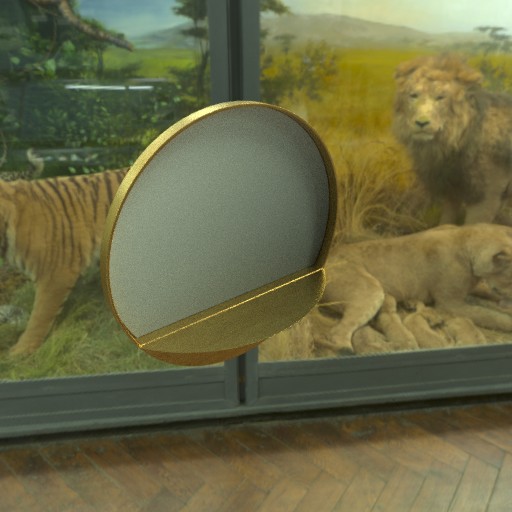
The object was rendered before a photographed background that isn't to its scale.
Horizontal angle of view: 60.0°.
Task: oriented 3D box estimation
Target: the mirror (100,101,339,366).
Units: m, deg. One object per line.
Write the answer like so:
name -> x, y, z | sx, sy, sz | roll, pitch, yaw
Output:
mirror -> 0.000, 0.000, 0.711 | 0.457, 0.457, 0.133 | -20, 35, -32
